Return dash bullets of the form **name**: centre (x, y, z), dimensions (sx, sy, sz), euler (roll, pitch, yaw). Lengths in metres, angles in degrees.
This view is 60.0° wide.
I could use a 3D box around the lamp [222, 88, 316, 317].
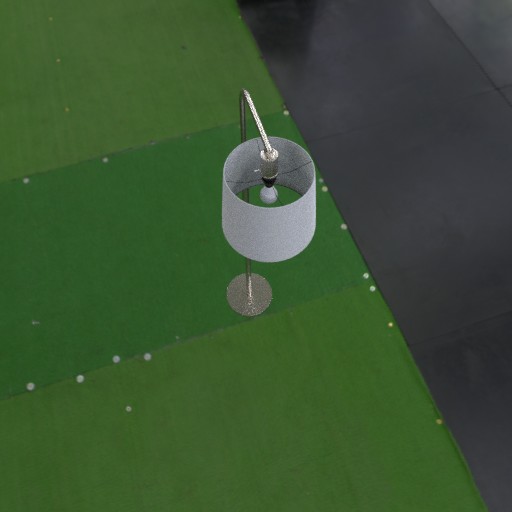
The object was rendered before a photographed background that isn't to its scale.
- **lamp**: centre (0.000, 0.000, 1.672), dimensions (0.254, 1.478, 0.508), euler (-14, 65, -7)
